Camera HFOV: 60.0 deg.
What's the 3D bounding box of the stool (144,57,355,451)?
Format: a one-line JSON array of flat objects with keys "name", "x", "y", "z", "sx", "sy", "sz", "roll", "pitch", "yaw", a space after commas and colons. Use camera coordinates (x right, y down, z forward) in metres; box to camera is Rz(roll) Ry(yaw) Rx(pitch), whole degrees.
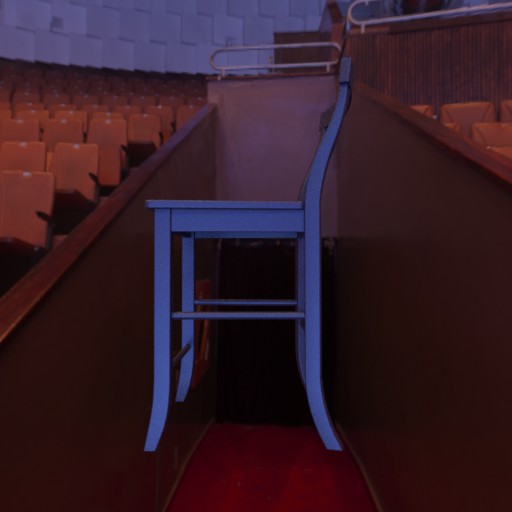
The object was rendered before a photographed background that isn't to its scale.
[{"name": "stool", "x": 0.000, "y": 0.000, "z": 1.324, "sx": 0.559, "sy": 0.989, "sz": 0.452, "roll": 0, "pitch": 0, "yaw": 1}]
